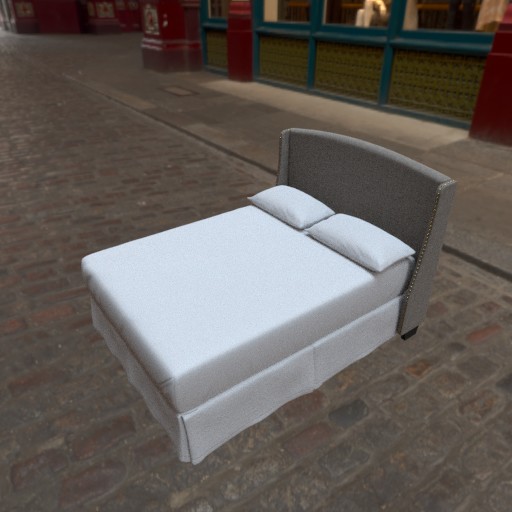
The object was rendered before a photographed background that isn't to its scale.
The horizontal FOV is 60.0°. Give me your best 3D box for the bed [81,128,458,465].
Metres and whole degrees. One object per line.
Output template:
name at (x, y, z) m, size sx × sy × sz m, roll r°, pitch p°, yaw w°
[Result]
bed at (0.000, 0.000, 3.377) m, size 2.237 × 1.407 × 1.710 m, roll -21°, pitch 37°, yaw -31°
